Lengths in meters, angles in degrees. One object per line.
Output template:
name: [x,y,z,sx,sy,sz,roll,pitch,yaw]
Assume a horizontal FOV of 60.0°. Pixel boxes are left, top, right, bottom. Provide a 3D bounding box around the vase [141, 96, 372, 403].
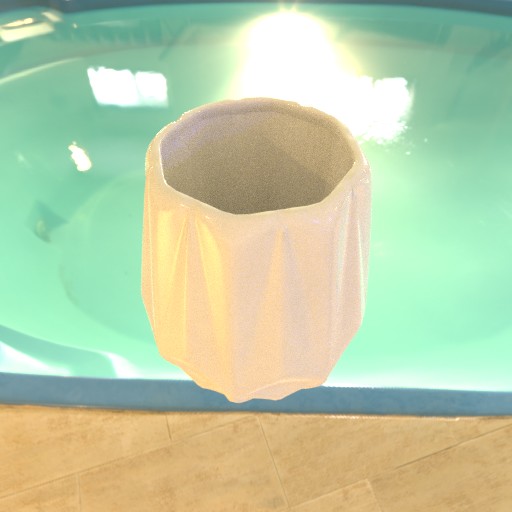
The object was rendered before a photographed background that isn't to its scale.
vase: [0.000,0.000,0.264,0.141,0.152,0.141,0,48,0]
